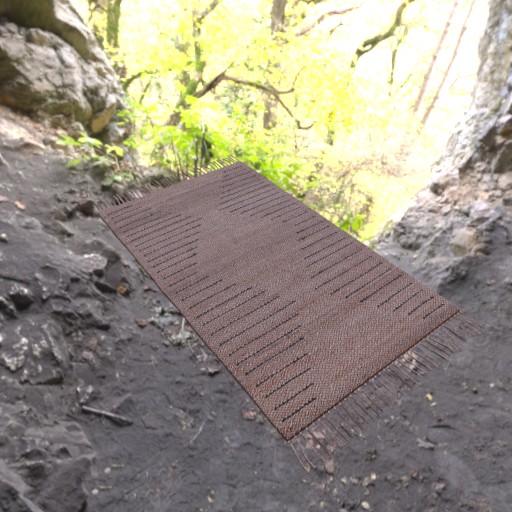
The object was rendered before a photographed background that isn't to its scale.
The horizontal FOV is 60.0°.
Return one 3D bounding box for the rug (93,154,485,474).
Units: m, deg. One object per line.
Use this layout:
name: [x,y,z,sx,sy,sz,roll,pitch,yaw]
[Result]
rug: [0.000,0.000,1.982,0.905,0.017,1.718,-26,47,-27]
